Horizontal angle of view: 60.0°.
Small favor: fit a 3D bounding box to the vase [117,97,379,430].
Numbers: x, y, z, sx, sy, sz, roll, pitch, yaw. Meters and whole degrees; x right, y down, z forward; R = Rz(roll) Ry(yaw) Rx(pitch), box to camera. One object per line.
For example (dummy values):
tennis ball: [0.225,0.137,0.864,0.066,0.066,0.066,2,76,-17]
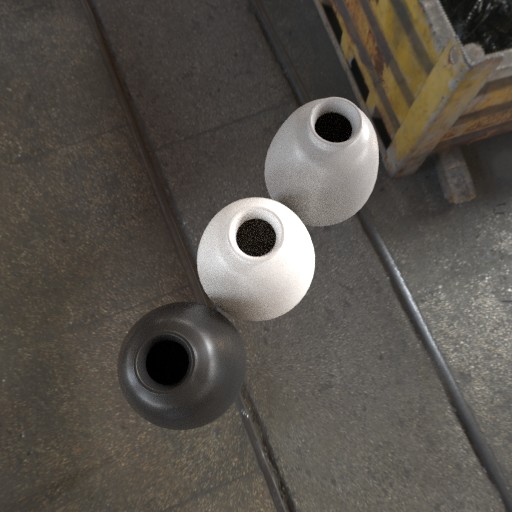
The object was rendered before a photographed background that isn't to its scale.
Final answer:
vase: [0.000,0.000,0.351,0.097,0.122,0.297,33,78,8]
